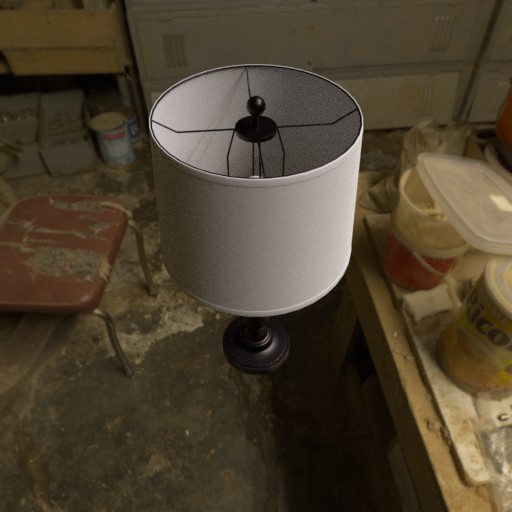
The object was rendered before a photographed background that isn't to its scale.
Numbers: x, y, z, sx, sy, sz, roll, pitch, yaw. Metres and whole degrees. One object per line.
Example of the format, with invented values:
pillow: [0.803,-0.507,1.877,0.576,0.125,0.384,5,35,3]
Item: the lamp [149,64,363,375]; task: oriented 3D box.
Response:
lamp: [0.000,0.000,0.945,0.383,0.726,0.383,0,48,0]
